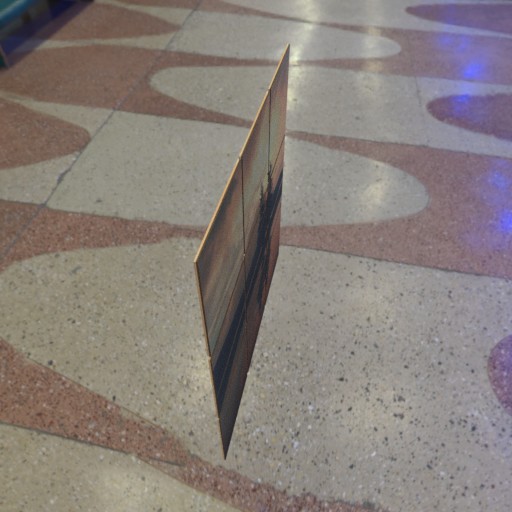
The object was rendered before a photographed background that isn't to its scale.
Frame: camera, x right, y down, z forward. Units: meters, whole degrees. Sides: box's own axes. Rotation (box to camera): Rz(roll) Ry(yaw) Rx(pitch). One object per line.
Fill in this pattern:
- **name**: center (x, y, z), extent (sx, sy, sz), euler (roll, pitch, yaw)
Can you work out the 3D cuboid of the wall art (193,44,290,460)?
- **wall art**: center (0.000, 0.000, 2.264), extent (0.013, 1.525, 1.520), euler (9, 47, 9)
